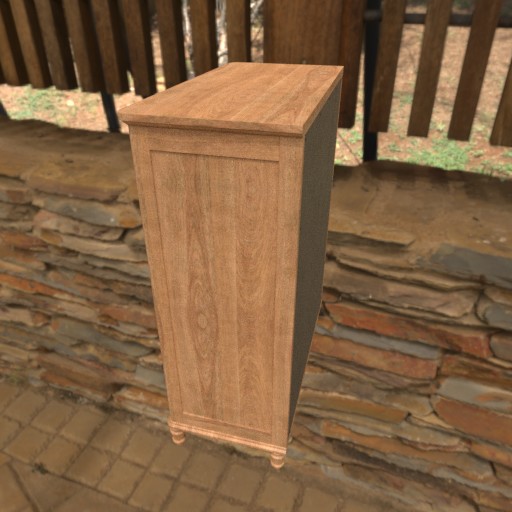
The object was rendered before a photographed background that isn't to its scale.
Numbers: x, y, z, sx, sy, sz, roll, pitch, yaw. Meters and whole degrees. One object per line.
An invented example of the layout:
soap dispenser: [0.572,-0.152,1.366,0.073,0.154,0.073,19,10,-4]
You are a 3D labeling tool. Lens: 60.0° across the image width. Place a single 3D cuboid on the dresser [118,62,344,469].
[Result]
dresser: [0.000,0.000,1.795,0.484,1.318,0.973,8,32,13]
